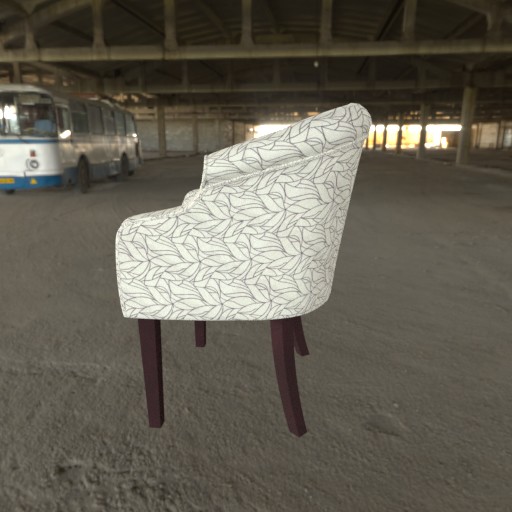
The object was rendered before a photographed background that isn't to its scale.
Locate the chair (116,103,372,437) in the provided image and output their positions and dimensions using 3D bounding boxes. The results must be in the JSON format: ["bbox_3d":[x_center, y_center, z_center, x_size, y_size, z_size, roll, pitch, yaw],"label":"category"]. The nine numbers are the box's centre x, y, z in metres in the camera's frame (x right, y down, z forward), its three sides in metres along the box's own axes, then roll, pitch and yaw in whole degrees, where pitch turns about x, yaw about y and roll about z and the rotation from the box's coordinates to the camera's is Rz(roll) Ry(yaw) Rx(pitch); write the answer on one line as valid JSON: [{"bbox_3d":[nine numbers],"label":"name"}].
[{"bbox_3d":[0.000,0.000,1.326,0.613,0.858,0.686,2,15,7],"label":"chair"}]
